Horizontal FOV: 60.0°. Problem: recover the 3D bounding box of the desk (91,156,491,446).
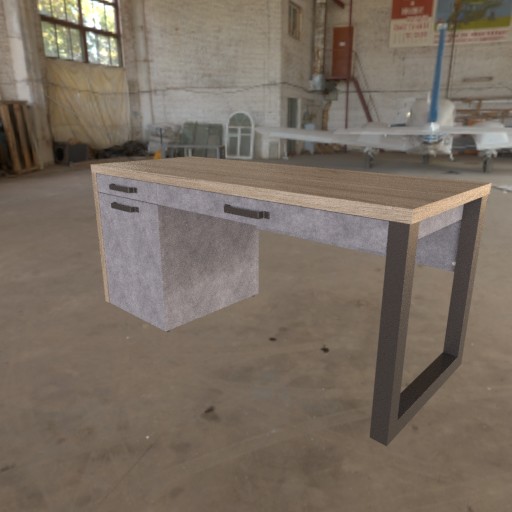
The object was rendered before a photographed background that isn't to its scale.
[{"bbox_3d":[0.000,0.000,2.038,1.700,0.760,0.690,15,23,40],"label":"desk"}]
